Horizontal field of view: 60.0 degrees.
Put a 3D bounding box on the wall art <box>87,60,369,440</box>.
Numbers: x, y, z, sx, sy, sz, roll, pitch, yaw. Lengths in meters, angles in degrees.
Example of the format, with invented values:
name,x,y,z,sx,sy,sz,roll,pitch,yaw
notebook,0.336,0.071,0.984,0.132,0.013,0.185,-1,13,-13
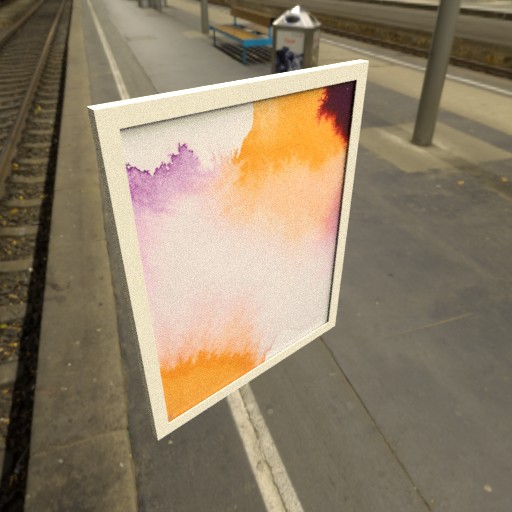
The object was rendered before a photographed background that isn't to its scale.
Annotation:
name,x,y,z,sx,sy,sz,roll,pitch,yaw
wall art,0.000,0.000,1.075,0.661,0.811,0.026,-25,40,-33
